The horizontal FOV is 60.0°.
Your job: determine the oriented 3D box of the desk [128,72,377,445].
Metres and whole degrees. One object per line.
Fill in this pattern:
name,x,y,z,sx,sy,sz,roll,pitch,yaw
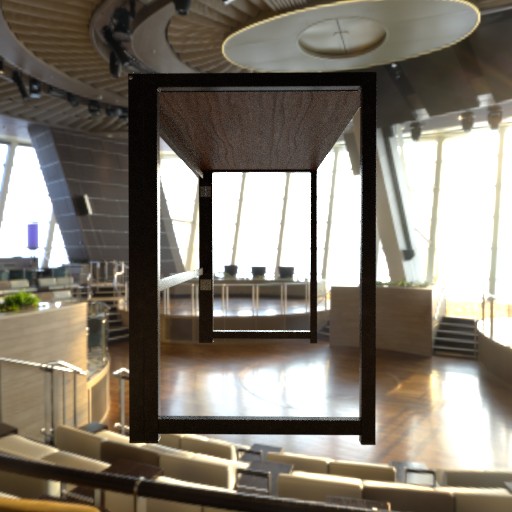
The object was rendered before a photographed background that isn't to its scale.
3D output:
desk,0.000,0.000,1.413,0.508,0.762,1.016,0,1,1
